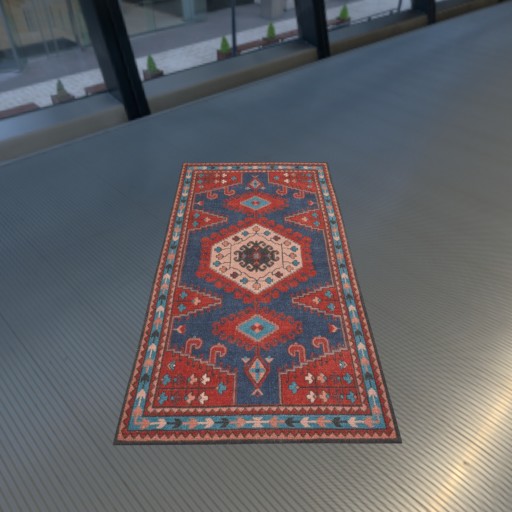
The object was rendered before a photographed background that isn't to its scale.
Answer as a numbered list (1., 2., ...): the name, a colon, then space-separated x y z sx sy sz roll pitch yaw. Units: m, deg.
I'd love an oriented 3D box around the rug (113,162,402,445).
1. rug: 0.000 0.000 3.476 1.522 0.034 3.032 0 40 0
